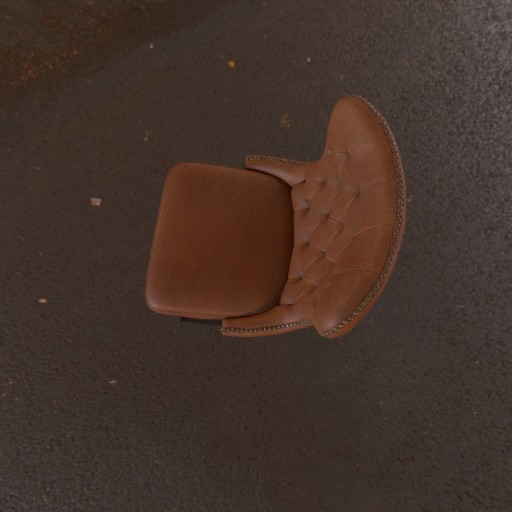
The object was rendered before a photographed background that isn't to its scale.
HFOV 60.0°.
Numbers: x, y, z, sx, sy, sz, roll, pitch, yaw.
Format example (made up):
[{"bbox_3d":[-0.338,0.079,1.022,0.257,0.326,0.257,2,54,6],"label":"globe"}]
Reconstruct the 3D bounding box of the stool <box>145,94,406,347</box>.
[{"bbox_3d":[0.000,0.000,1.322,0.593,0.971,0.528,6,74,2],"label":"stool"}]
